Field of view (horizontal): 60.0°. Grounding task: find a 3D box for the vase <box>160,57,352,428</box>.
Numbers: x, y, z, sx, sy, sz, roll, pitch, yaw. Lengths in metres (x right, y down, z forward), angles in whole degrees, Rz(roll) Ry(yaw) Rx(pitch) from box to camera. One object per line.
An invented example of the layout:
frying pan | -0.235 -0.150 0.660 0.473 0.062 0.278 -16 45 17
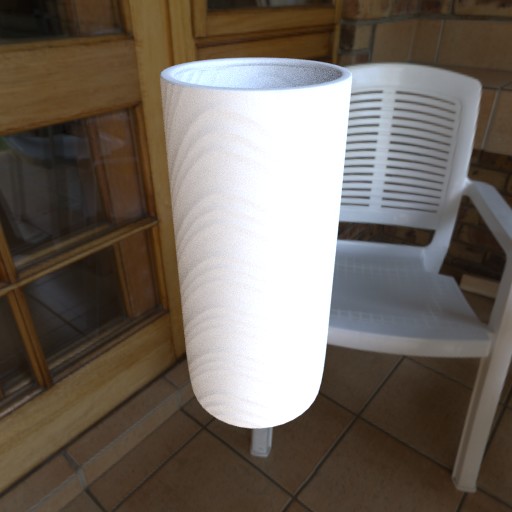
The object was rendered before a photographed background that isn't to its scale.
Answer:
vase | 0.000 0.000 0.404 0.143 0.316 0.143 0 32 0
